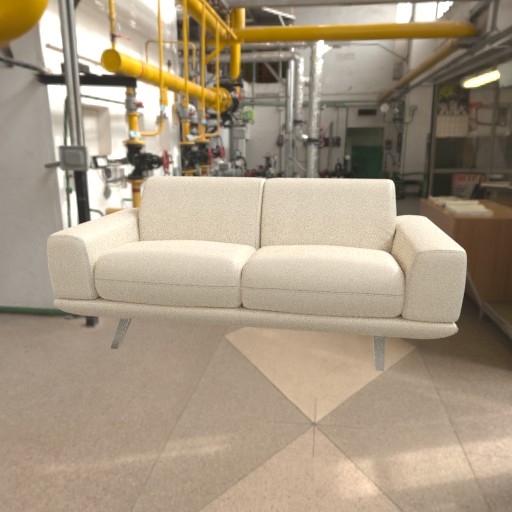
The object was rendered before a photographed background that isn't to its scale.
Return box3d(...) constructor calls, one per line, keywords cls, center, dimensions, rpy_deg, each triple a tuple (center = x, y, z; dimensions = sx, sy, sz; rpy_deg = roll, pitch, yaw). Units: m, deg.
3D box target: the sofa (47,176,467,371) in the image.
box3d(cls="sofa", center=(0.000, 0.000, 2.380), dimensions=(1.901, 0.772, 0.900), rpy_deg=(2, 15, 9))
